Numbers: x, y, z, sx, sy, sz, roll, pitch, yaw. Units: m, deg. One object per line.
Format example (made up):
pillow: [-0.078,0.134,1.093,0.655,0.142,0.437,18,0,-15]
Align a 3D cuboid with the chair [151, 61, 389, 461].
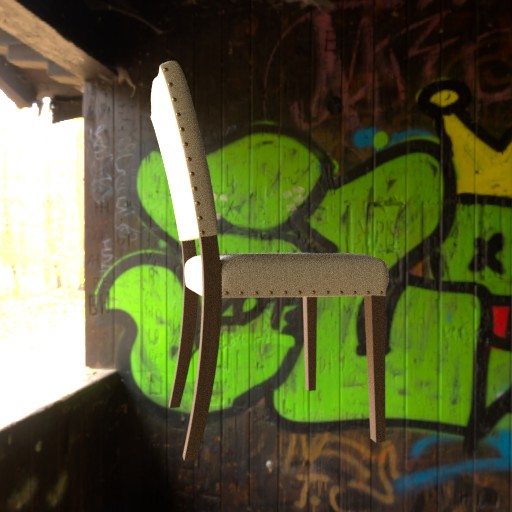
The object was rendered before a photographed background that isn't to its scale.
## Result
chair: [0.000,0.000,1.365,0.619,1.015,0.508,0,1,-16]
